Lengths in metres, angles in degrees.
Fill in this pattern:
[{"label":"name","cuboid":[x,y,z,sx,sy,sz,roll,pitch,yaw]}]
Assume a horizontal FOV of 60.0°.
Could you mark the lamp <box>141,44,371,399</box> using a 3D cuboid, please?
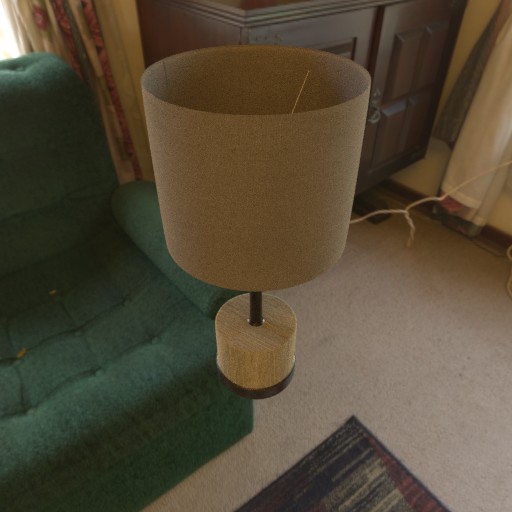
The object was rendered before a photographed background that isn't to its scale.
[{"label":"lamp","cuboid":[0.000,0.000,0.591,0.229,0.470,0.229,23,44,26]}]
